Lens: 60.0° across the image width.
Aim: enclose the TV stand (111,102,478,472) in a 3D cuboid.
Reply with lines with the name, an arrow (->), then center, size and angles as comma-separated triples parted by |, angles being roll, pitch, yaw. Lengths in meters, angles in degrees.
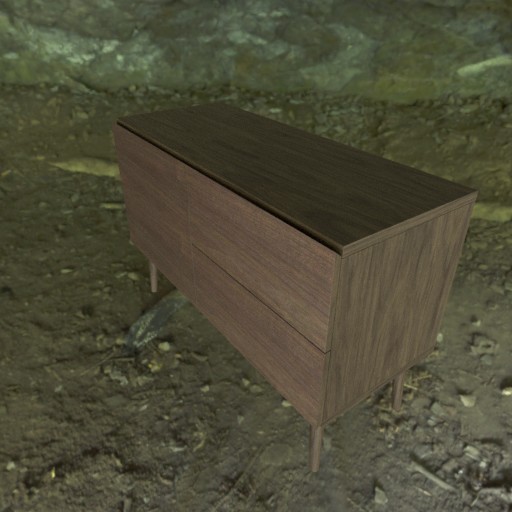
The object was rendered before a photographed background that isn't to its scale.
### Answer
TV stand -> 0.000, 0.000, 1.316 | 0.405, 0.660, 0.990 | -21, 37, -30
